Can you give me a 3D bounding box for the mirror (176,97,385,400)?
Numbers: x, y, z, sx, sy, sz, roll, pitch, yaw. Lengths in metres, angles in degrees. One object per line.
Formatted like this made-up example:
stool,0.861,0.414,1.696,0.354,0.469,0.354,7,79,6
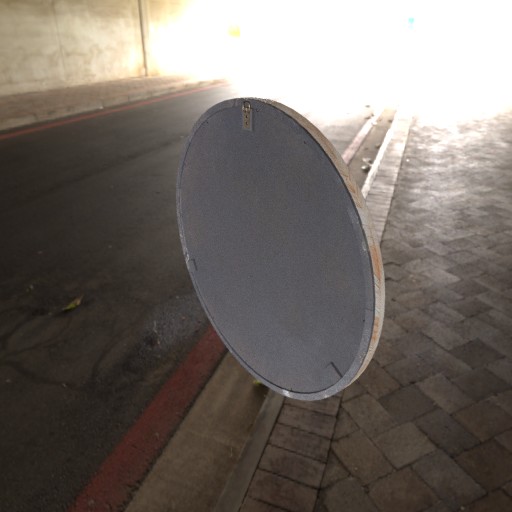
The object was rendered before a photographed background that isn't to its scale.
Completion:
mirror,0.000,0.000,1.053,0.038,0.710,0.710,-19,32,-33
